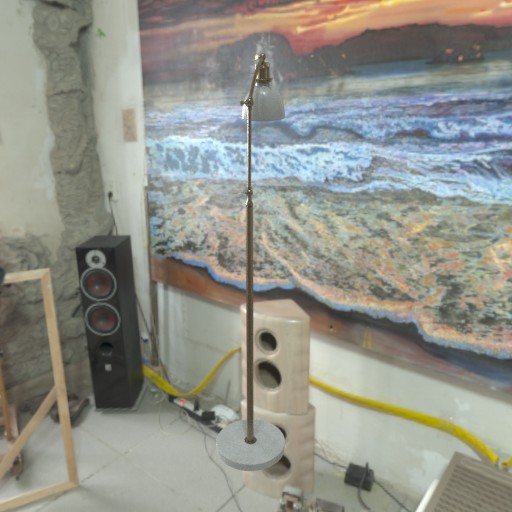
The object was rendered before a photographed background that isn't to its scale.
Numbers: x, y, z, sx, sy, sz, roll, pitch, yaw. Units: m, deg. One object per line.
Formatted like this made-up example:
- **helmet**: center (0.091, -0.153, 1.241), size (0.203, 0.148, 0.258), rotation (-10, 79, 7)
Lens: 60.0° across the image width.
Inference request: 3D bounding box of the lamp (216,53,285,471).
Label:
- **lamp**: center (0.000, 0.000, 1.816), size (0.288, 1.586, 0.599), rotation (2, 15, 8)
